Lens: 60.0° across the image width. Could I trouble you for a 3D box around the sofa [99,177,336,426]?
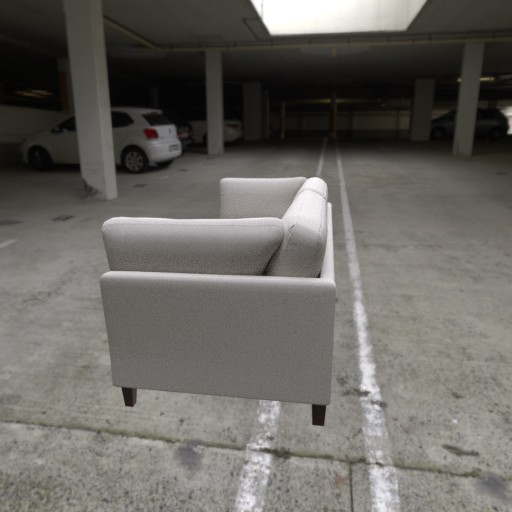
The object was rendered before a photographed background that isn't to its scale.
[{"bbox_3d":[0.000,0.000,2.821,0.957,0.863,2.301,2,15,9],"label":"sofa"}]
